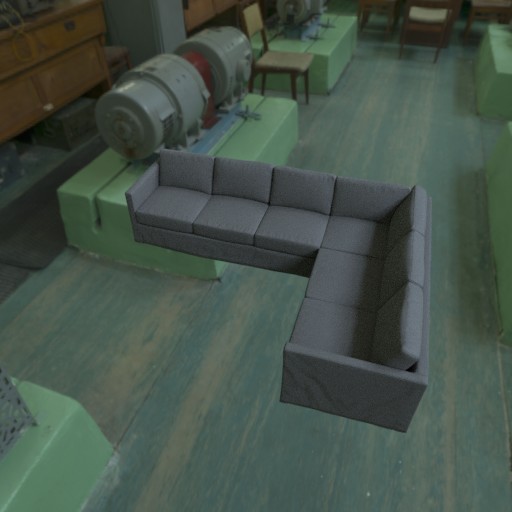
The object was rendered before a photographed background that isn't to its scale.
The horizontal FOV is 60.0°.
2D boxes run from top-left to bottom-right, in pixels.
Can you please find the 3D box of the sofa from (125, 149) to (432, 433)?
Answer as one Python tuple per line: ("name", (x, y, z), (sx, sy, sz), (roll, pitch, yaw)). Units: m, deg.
("sofa", (0.000, 0.000, 4.362), (3.182, 0.871, 2.432), (12, 42, 13))
